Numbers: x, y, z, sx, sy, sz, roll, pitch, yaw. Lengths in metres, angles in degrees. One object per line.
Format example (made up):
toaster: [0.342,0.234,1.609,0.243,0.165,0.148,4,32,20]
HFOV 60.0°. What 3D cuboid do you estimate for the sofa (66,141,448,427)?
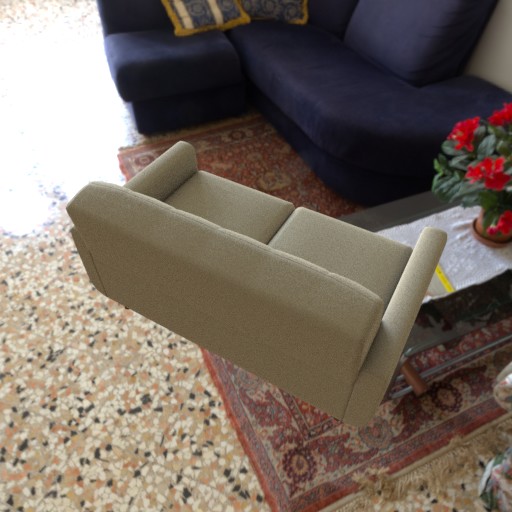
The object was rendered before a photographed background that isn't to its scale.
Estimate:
sofa: [0.000,0.000,2.295,1.655,0.892,0.980,23,51,20]
